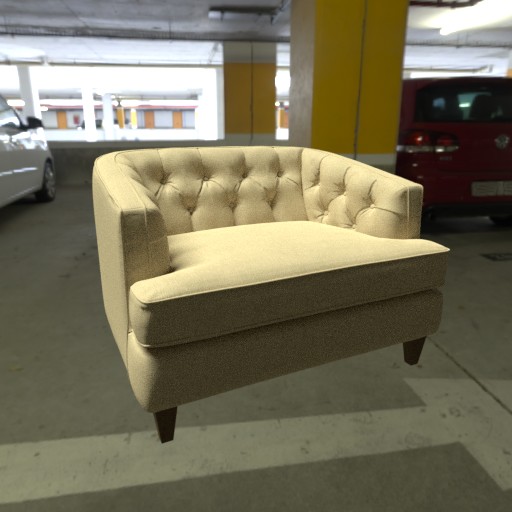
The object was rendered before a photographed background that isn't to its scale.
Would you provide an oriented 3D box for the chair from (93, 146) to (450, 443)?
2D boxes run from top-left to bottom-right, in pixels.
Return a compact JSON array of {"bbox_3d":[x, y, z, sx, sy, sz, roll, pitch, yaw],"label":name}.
[{"bbox_3d":[0.000,0.000,1.707,1.118,0.787,0.914,-8,18,-25],"label":"chair"}]
